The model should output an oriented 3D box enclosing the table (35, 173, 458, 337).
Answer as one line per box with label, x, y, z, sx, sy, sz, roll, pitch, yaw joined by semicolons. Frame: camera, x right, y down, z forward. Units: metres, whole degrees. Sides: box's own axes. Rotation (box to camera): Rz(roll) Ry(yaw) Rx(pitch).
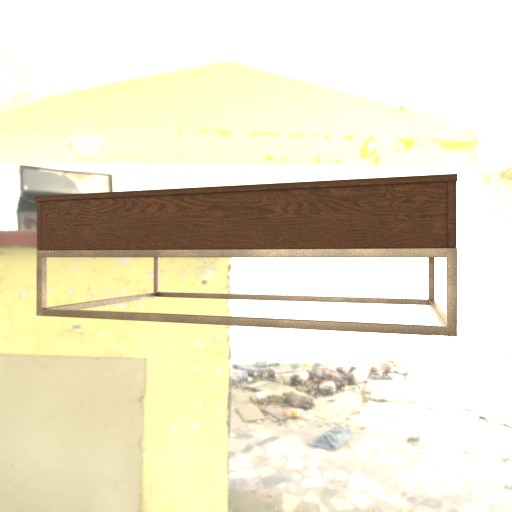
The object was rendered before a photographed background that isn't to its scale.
table;0.000;0.000;1.498;1.167;0.361;0.719;0;0;18
